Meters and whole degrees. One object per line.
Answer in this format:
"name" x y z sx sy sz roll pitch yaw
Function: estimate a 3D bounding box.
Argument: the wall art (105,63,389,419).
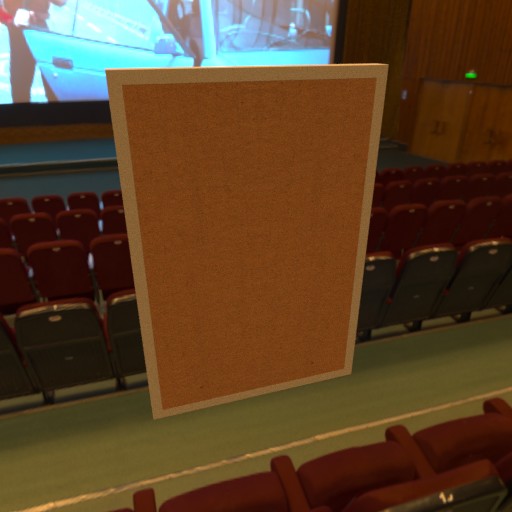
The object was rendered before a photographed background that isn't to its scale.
"wall art" 0.000 0.000 0.543 0.293 0.428 0.025 -8 27 -16
